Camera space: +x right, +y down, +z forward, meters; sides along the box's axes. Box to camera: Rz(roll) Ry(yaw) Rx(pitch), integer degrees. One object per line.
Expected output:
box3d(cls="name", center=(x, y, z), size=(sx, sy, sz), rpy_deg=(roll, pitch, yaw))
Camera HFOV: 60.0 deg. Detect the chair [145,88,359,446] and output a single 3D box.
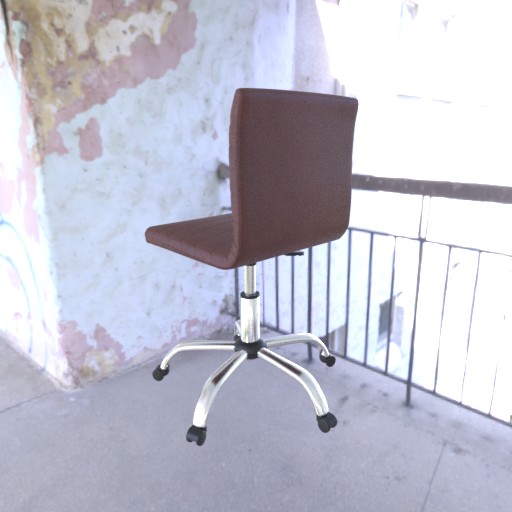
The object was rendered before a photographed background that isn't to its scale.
box3d(cls="chair", center=(0.000, 0.000, 1.145), size=(0.556, 0.780, 0.530), rpy_deg=(-15, 21, -42))
